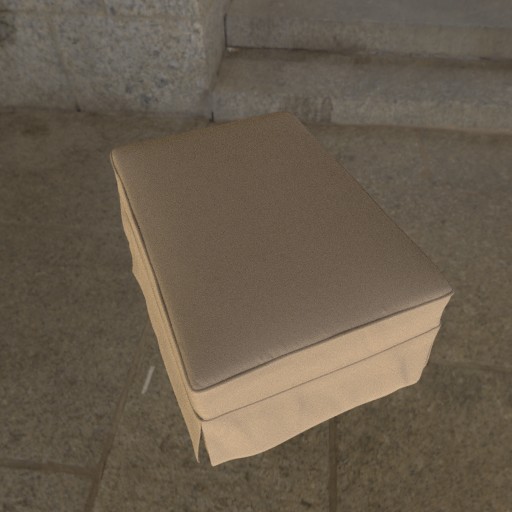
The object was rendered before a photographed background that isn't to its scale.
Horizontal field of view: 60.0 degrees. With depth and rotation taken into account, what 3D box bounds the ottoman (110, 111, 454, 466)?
[{"bbox_3d":[0.000,0.000,1.353,0.721,0.482,0.959,-17,50,-15],"label":"ottoman"}]
